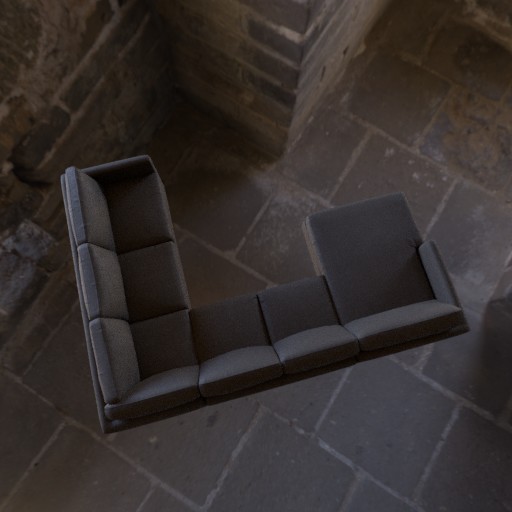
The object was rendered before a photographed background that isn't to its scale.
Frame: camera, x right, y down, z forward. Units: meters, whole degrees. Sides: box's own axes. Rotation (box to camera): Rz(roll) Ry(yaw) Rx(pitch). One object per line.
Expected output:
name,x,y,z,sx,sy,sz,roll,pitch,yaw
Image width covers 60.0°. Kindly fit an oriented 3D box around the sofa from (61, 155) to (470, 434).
sofa,0.000,0.000,4.526,3.460,0.961,2.594,-14,75,-4
